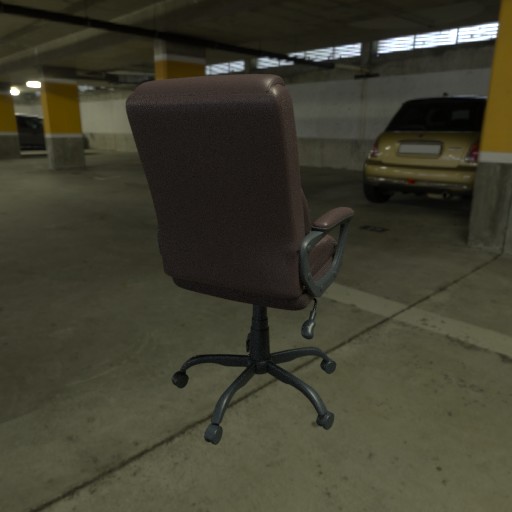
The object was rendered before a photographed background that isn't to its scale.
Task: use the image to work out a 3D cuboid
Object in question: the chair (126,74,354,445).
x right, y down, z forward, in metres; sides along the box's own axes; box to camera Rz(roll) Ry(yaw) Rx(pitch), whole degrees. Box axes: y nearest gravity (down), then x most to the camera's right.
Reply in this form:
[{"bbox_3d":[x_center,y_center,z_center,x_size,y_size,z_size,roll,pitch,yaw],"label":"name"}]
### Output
[{"bbox_3d":[0.000,0.000,1.481,0.615,1.072,0.655,9,18,27],"label":"chair"}]
